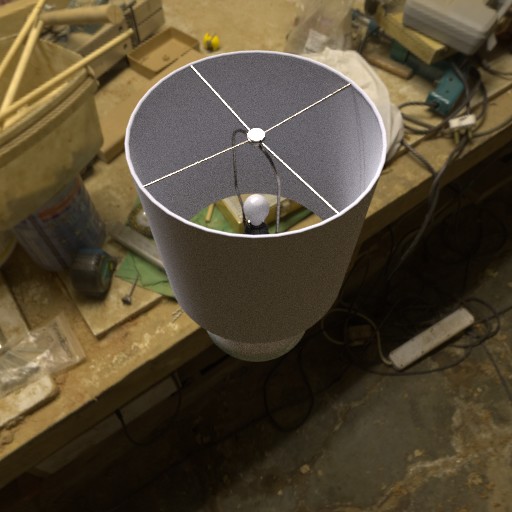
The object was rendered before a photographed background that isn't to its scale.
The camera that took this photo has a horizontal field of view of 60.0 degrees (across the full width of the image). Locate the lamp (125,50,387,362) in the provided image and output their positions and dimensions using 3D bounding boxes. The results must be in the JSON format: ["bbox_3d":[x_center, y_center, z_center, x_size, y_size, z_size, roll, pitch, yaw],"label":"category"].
[{"bbox_3d":[0.000,0.000,0.541,0.217,0.404,0.217,-31,63,-17],"label":"lamp"}]
